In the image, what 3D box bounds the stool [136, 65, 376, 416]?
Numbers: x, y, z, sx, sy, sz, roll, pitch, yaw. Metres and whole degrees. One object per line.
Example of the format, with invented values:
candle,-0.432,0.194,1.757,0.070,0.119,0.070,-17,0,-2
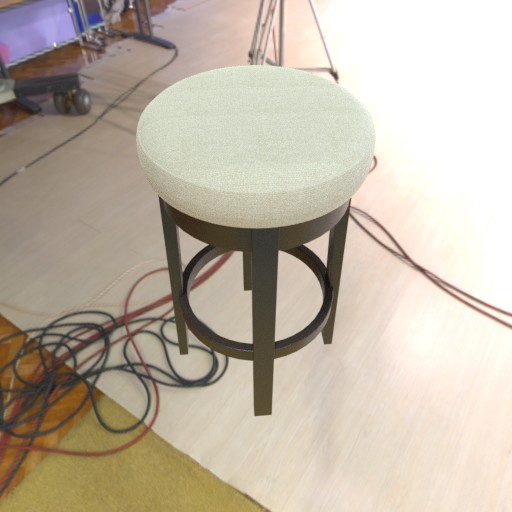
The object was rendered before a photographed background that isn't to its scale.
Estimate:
stool,0.000,0.000,1.044,0.446,0.758,0.446,0,46,0
